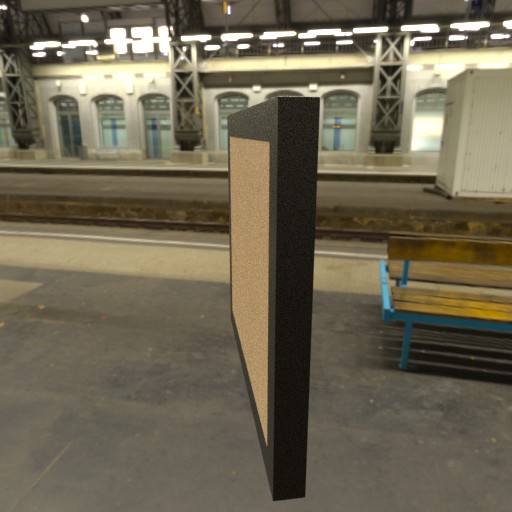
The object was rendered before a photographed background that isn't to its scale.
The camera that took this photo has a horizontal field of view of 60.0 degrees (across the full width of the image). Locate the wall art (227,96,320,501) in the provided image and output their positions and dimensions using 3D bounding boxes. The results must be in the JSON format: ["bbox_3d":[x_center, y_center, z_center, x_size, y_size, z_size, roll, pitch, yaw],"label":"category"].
[{"bbox_3d":[0.000,0.000,0.512,0.028,0.321,0.381,-2,16,-8],"label":"wall art"}]
